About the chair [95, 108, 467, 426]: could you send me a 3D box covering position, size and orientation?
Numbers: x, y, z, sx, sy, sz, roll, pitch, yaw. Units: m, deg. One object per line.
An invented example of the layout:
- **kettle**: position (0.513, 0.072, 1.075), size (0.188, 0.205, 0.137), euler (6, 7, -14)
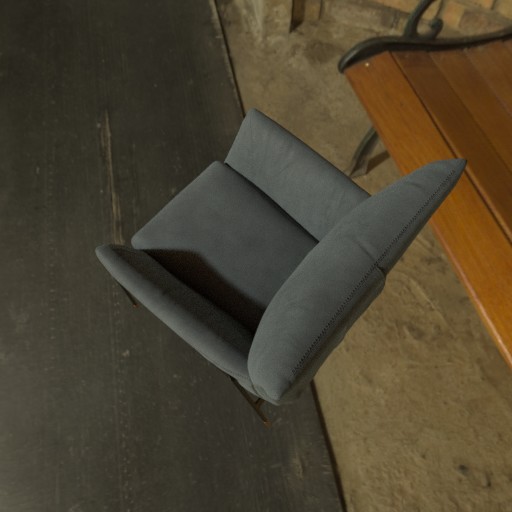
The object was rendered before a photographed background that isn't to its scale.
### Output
- **chair**: position (0.000, 0.000, 1.347), size (0.709, 0.858, 0.678), euler (38, 71, 16)
